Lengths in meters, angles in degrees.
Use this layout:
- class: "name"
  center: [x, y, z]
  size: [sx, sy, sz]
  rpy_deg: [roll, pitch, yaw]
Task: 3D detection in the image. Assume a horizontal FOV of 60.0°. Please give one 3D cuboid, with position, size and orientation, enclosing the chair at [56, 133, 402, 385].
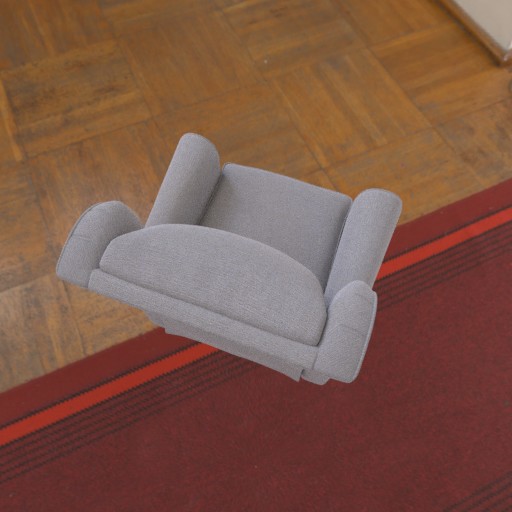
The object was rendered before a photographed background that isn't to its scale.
- class: "chair"
  center: [0.000, 0.000, 1.630]
  size: [0.906, 0.966, 0.854]
  rpy_deg: [18, 66, 9]
